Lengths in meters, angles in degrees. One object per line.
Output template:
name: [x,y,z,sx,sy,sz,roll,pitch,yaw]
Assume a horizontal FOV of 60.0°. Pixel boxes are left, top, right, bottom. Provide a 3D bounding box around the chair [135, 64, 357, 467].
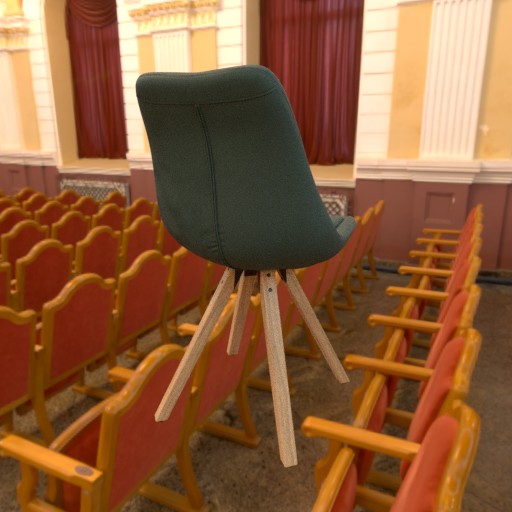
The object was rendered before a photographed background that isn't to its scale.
chair: [0.000,0.000,1.178,0.483,0.865,0.547,8,17,26]
